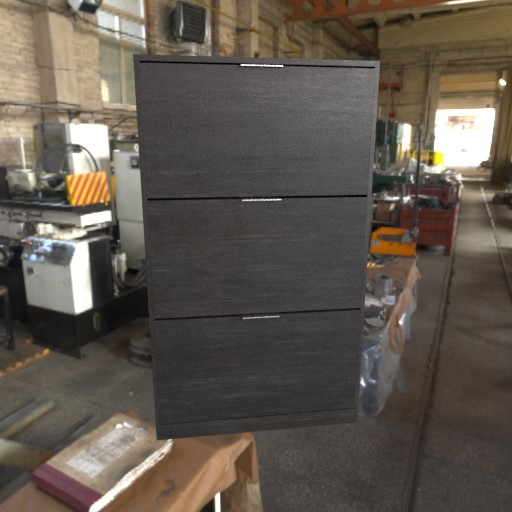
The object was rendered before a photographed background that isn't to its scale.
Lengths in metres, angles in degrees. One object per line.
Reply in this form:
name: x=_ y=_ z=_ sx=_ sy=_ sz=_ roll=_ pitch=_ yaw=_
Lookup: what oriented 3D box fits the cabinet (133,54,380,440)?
cabinet: x=0.000 y=0.000 z=1.590 sx=0.750 sy=1.280 sz=0.250 roll=-2 pitch=14 yaw=-8
